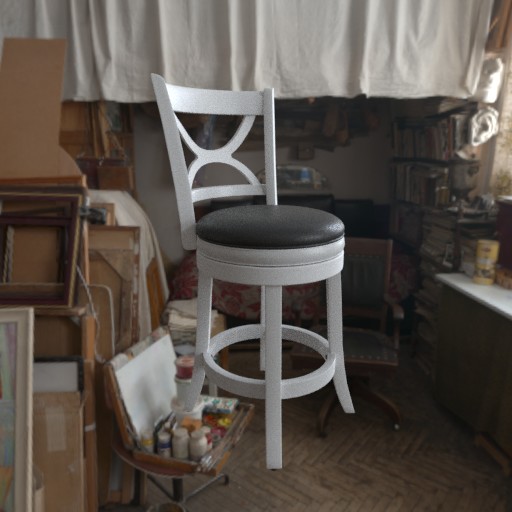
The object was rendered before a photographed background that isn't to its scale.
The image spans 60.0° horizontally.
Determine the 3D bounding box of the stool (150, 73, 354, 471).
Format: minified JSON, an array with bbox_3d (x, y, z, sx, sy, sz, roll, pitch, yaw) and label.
[{"bbox_3d":[0.000,0.000,1.259,0.508,0.953,0.444,14,20,43],"label":"stool"}]
